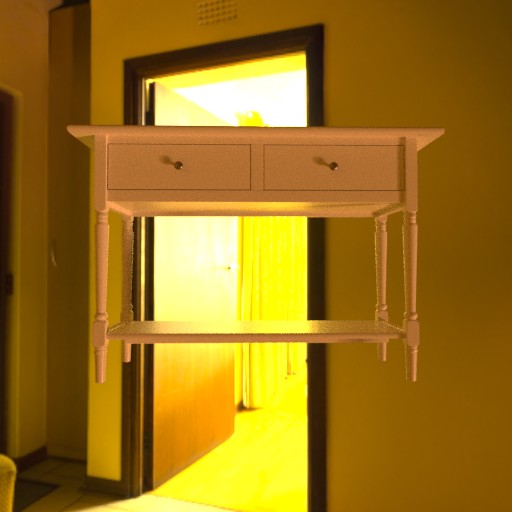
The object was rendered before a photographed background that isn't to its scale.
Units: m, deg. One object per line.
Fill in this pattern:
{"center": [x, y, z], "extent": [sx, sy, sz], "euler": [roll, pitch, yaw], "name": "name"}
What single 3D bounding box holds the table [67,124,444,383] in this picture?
{"center": [0.000, 0.000, 1.578], "extent": [1.191, 0.814, 0.386], "euler": [0, -1, -1], "name": "table"}
